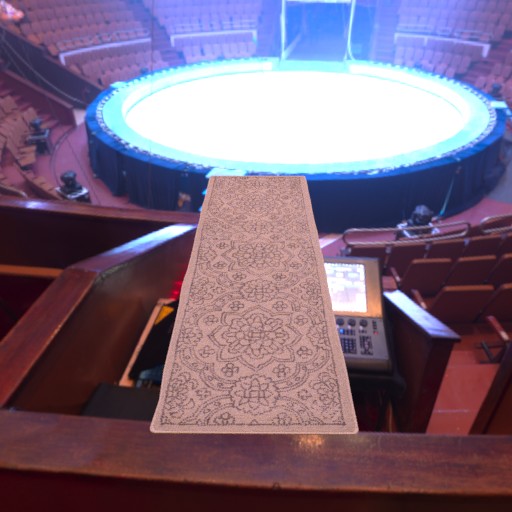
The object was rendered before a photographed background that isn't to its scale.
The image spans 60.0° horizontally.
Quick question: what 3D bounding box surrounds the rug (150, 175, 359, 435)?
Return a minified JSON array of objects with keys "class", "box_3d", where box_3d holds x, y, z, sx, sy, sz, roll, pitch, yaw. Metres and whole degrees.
[{"class":"rug","box_3d":[0.000,0.000,2.677,0.806,0.006,2.431,0,33,0]}]
